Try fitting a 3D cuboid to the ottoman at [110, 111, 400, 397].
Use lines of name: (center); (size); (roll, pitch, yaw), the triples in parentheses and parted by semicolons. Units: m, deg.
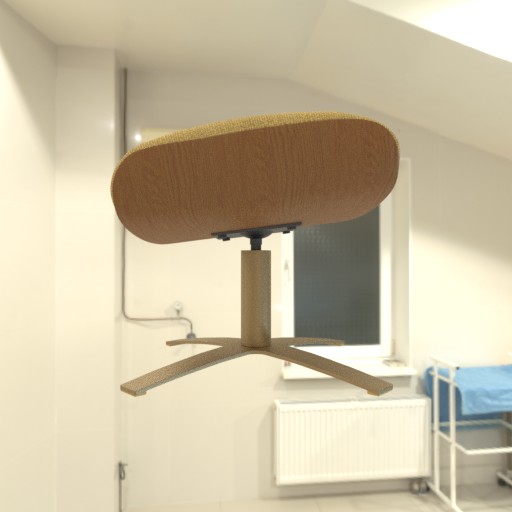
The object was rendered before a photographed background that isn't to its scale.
ottoman: (0.000, 0.000, 0.809); (0.394, 0.391, 0.520); (0, 0, 0)
